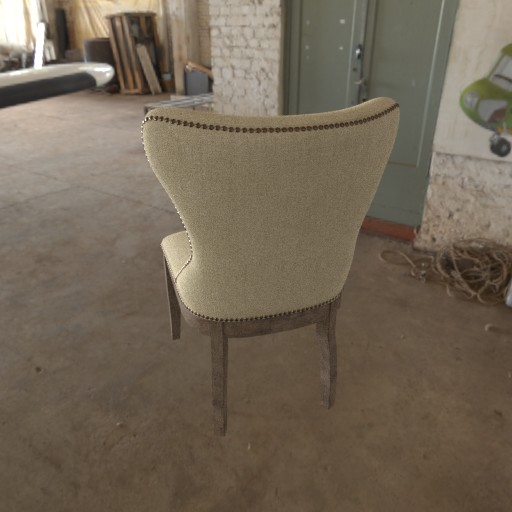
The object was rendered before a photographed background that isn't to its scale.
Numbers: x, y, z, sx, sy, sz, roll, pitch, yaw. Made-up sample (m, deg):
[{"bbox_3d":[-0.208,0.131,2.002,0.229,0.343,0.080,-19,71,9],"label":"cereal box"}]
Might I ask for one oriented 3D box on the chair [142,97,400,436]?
[{"bbox_3d":[0.000,0.000,1.435,0.654,1.002,0.681,-8,28,-16],"label":"chair"}]
